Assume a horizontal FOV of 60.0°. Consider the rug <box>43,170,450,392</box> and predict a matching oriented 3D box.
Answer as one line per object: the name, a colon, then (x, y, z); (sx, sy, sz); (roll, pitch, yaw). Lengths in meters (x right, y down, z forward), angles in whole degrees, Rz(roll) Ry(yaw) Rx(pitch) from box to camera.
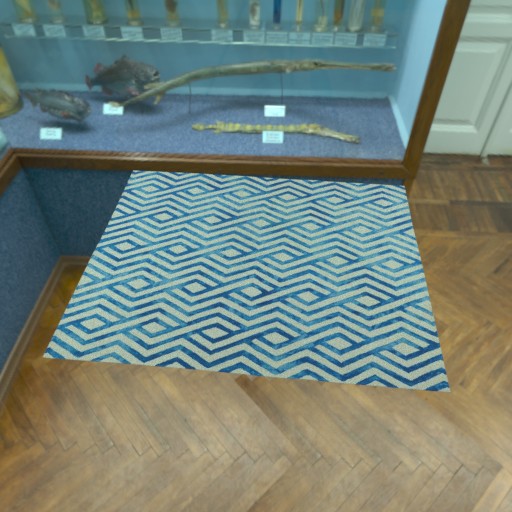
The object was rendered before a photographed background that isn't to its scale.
rug: (0.000, 0.000, 4.147); (3.059, 0.008, 2.453); (4, 46, 4)
